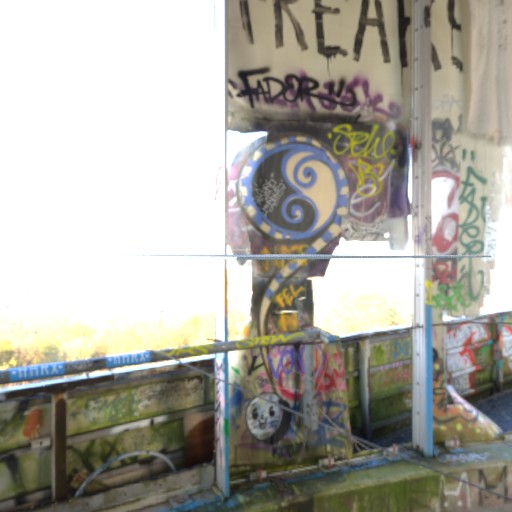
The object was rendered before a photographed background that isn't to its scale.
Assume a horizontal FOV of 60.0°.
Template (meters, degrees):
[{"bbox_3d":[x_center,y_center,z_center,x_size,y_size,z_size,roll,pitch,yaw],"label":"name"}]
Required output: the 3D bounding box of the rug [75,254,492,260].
[{"bbox_3d":[0.000,0.000,3.907,2.353,0.014,2.945,0,0,-36],"label":"rug"}]
